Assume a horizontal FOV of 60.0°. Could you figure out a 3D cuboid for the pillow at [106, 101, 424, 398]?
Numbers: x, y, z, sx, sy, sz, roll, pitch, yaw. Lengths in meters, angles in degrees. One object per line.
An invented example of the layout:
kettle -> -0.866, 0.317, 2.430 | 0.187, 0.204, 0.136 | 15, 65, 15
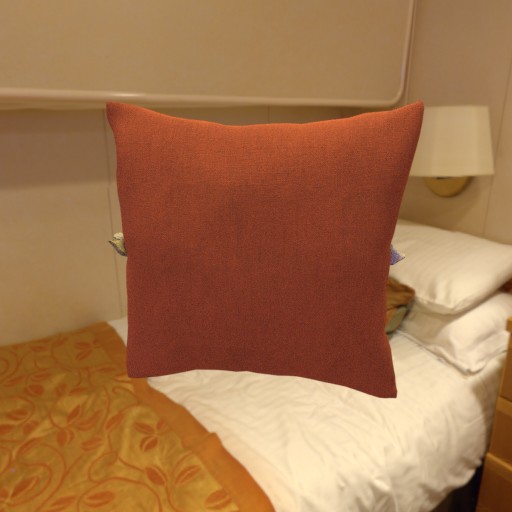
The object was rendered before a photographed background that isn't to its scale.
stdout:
pillow -> 0.000, 0.000, 0.732 | 0.490, 0.482, 0.165 | 2, 18, 8
